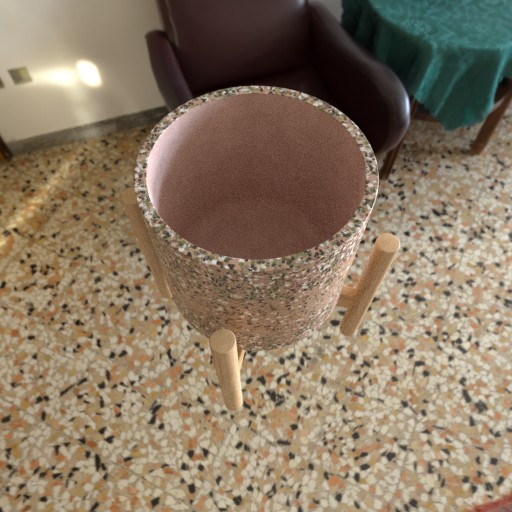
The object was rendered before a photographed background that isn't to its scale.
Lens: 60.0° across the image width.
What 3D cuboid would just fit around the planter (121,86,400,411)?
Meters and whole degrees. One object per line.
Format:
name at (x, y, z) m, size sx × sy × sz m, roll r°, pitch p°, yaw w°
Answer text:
planter at (0.000, 0.000, 0.542) m, size 0.284 × 0.320 × 0.284 m, roll 31°, pitch 64°, yaw 17°
